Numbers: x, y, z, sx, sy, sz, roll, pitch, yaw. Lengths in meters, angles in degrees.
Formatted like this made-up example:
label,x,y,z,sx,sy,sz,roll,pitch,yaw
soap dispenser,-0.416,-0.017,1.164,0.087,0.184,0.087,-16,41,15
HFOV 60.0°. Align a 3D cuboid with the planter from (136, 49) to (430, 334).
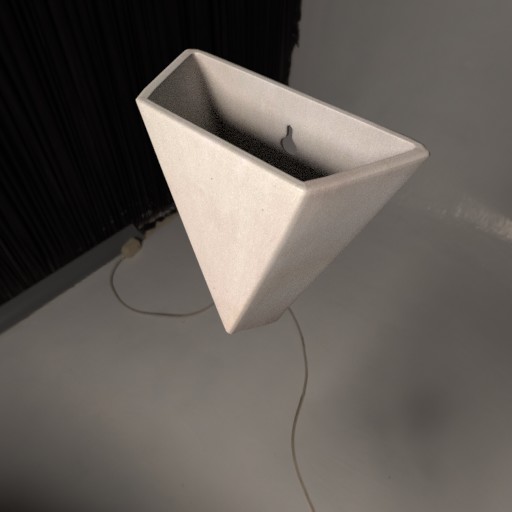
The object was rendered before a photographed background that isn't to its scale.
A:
label,x,y,z,sx,sy,sz,roll,pitch,yaw
planter,0.000,0.000,0.277,0.150,0.197,0.060,34,56,27
